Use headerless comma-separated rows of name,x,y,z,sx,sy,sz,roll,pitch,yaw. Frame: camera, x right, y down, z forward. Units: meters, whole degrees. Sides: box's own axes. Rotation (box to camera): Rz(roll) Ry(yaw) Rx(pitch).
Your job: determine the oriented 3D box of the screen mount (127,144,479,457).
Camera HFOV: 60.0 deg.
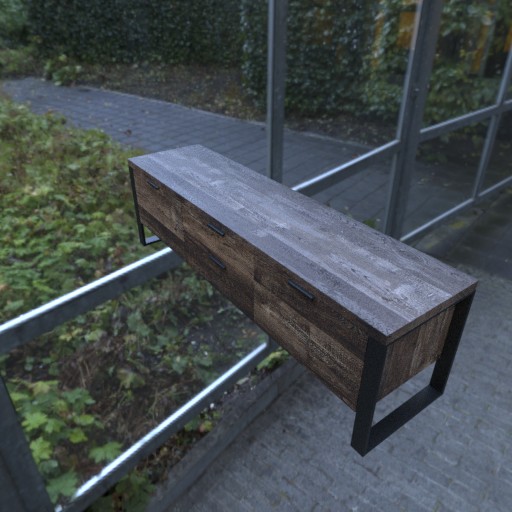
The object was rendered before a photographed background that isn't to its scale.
screen mount,0.000,0.000,1.753,0.395,0.450,1.524,-21,37,-30
